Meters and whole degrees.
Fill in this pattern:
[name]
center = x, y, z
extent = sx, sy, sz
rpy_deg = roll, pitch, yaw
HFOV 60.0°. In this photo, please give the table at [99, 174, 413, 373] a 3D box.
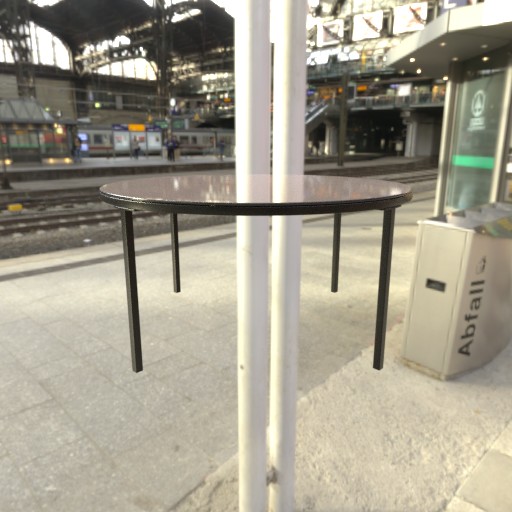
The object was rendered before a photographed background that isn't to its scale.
[table]
center = 0.000, 0.000, 1.241
extent = 0.800, 0.400, 0.800
rpy_deg = 0, 14, 0
